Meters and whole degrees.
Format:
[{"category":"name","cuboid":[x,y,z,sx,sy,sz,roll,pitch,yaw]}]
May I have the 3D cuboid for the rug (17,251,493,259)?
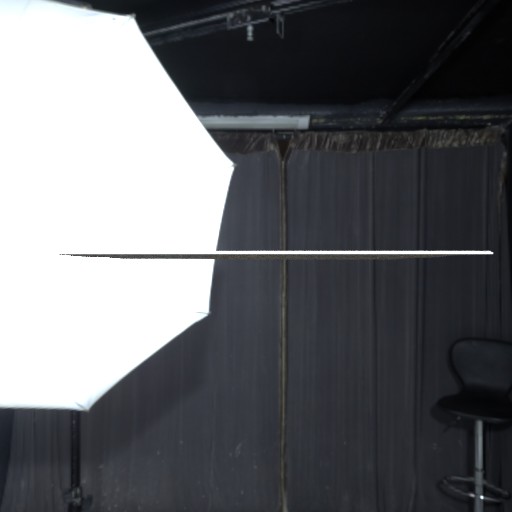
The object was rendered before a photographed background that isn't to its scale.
[{"category":"rug","cuboid":[0.000,0.000,3.707,2.901,0.026,2.043,0,-1,1]}]
